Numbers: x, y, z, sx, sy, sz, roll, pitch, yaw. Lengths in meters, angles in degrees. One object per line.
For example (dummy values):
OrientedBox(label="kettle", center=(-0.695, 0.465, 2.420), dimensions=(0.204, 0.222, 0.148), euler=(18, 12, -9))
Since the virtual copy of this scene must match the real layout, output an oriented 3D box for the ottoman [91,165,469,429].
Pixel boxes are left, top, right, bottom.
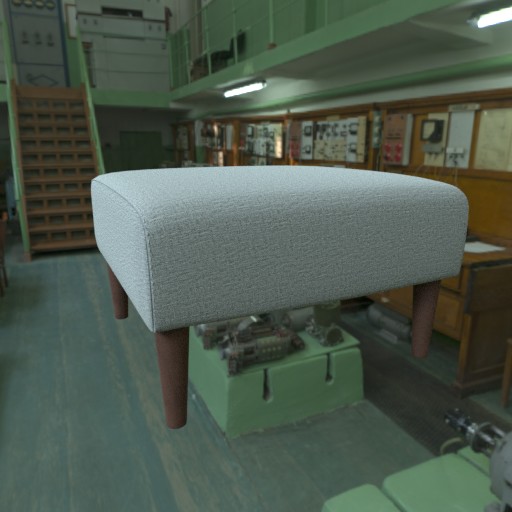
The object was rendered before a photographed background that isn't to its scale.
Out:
OrientedBox(label="ottoman", center=(0.000, 0.000, 1.038), dimensions=(0.650, 0.398, 0.649), euler=(-7, 16, -25))
